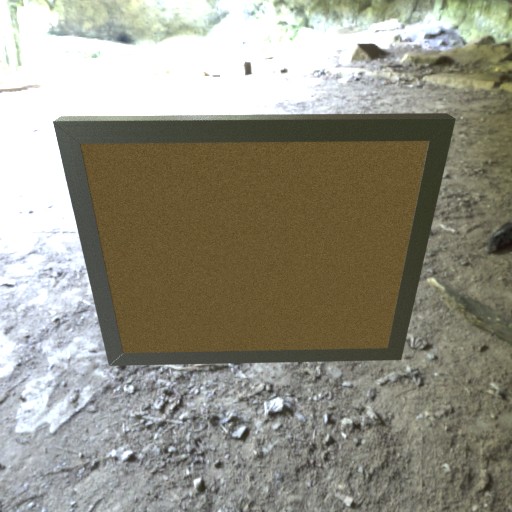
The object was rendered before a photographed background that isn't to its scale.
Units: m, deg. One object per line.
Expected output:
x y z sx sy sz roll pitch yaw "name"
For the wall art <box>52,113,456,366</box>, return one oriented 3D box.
0.000 0.000 0.742 0.557 0.456 0.032 -1 31 -1 "wall art"
